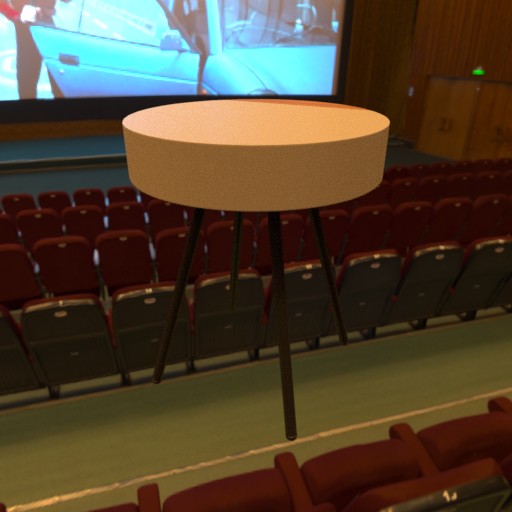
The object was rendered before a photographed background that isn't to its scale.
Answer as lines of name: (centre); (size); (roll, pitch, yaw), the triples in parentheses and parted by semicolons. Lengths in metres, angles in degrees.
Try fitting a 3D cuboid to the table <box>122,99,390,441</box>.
table: (0.000, 0.000, 0.860); (0.450, 0.525, 0.450); (0, 27, 0)
